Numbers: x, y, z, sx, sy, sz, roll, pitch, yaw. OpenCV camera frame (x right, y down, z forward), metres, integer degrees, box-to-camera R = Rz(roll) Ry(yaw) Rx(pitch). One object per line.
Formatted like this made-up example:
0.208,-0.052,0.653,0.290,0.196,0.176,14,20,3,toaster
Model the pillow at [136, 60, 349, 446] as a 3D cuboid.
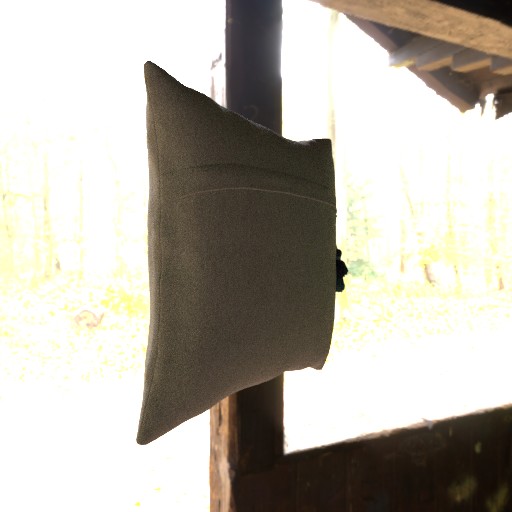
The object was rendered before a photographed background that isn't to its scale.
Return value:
0.000,0.000,0.668,0.173,0.436,0.433,0,1,37,pillow
